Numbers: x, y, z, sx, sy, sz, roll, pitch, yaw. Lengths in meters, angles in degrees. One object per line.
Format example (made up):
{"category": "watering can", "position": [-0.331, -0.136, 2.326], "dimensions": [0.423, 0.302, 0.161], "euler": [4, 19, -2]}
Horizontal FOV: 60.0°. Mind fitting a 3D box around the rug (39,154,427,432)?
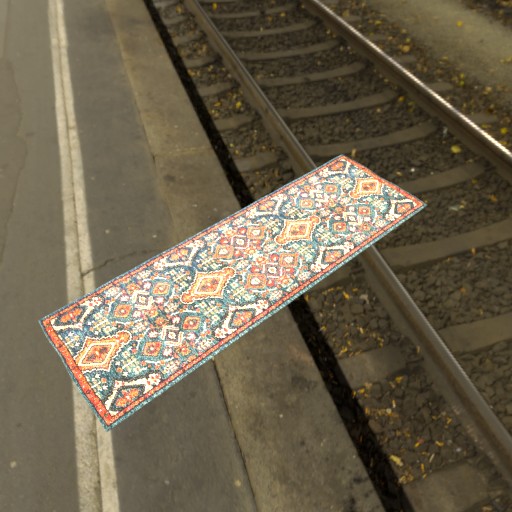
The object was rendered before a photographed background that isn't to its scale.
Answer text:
{"category": "rug", "position": [0.000, 0.000, 2.753], "dimensions": [2.459, 0.010, 0.801], "euler": [-32, 55, -26]}
